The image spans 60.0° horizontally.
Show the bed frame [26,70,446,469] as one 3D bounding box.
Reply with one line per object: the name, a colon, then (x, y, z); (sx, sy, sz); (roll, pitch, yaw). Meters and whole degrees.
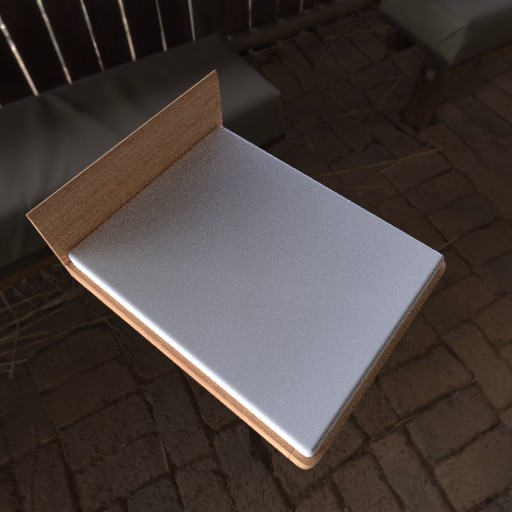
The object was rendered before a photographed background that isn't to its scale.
bed frame: (0.000, 0.000, 2.970); (2.092, 0.940, 1.660); (34, 65, 19)
